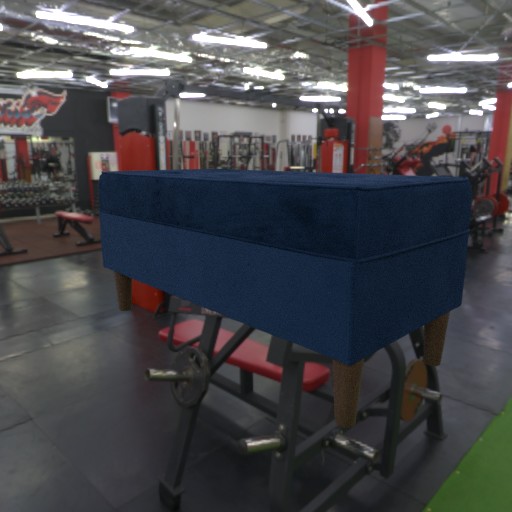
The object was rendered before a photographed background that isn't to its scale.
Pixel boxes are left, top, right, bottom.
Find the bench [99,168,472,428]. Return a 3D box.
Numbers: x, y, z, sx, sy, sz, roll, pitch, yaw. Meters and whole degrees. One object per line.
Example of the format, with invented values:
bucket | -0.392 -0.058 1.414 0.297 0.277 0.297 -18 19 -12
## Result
bench | 0.000 0.000 1.278 0.489 0.467 1.010 -12 17 -42
